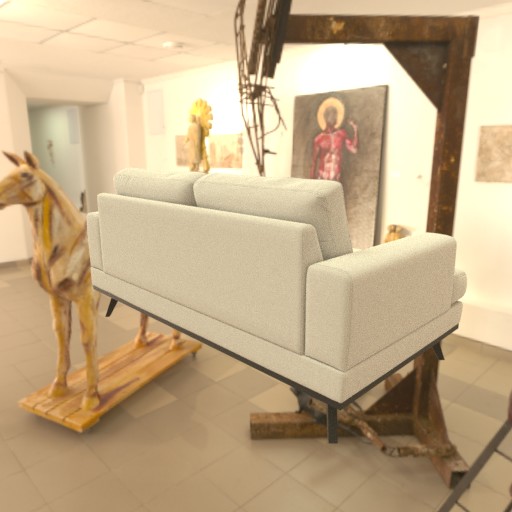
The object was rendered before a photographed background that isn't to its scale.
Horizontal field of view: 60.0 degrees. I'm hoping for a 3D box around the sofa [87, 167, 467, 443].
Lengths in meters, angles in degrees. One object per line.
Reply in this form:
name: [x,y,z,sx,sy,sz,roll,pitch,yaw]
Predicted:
sofa: [0.000,0.000,2.116,0.920,0.810,1.650,-13,19,-43]
